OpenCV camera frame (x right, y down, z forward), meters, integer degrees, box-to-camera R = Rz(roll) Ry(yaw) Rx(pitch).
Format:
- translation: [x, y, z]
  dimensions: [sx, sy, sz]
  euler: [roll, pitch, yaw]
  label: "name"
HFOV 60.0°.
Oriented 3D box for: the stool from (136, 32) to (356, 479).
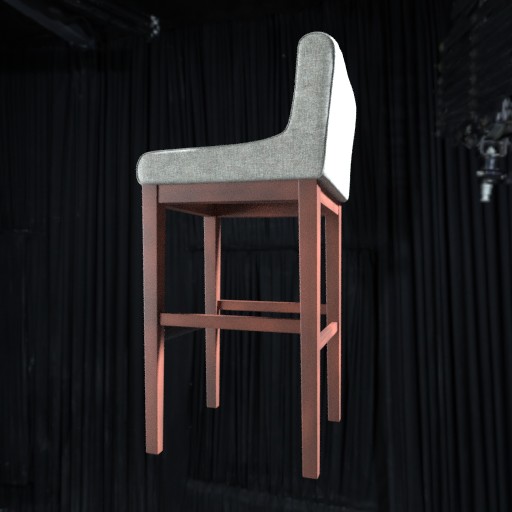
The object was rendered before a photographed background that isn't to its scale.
- translation: [0.000, 0.000, 1.200]
  dimensions: [0.499, 0.965, 0.426]
  euler: [0, -1, 18]
  label: "stool"
